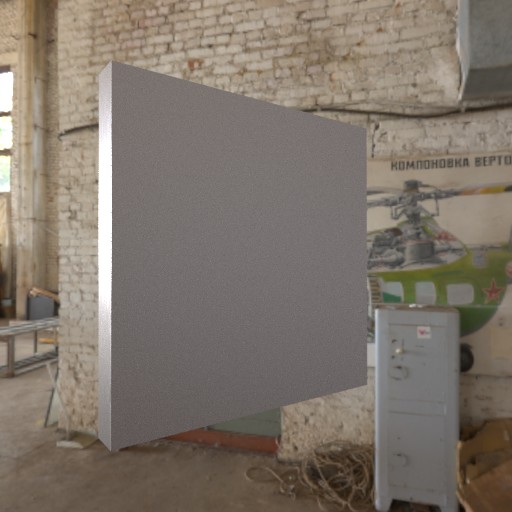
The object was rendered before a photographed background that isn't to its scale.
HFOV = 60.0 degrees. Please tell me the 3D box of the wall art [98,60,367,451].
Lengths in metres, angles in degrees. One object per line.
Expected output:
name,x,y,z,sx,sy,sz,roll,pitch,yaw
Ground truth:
wall art,0.000,0.000,0.515,0.350,0.350,0.038,0,0,-37
